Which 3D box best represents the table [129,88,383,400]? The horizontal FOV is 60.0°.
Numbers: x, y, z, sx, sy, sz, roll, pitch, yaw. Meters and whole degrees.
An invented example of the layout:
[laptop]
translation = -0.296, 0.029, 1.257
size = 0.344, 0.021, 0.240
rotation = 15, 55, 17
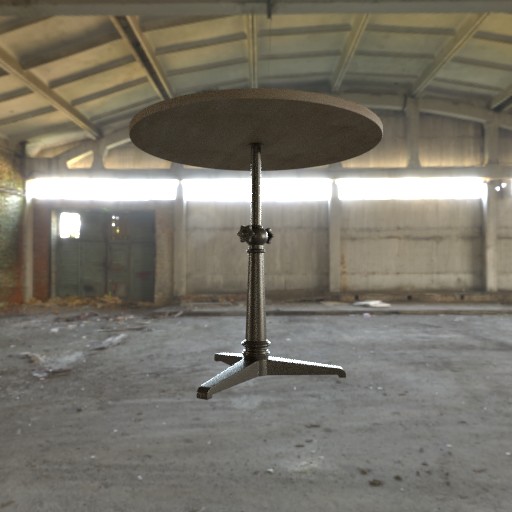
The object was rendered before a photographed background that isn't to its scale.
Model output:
[table]
translation = 0.000, 0.000, 1.445
size = 0.800, 0.780, 0.800
rotation = 0, -1, 0
